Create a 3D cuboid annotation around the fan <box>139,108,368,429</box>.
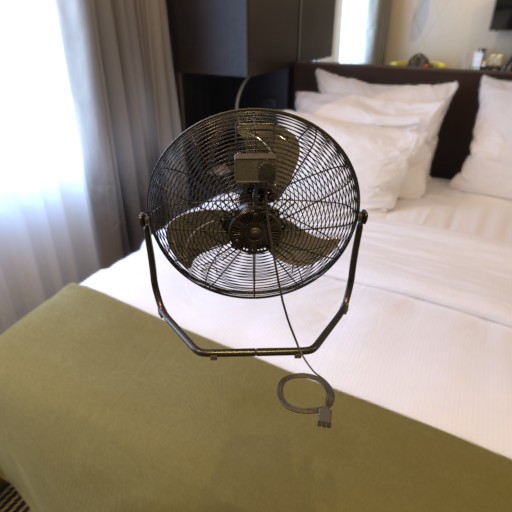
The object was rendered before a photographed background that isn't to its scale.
[{"bbox_3d":[0.000,0.000,0.999,0.595,0.605,0.470,-1,29,-2],"label":"fan"}]
